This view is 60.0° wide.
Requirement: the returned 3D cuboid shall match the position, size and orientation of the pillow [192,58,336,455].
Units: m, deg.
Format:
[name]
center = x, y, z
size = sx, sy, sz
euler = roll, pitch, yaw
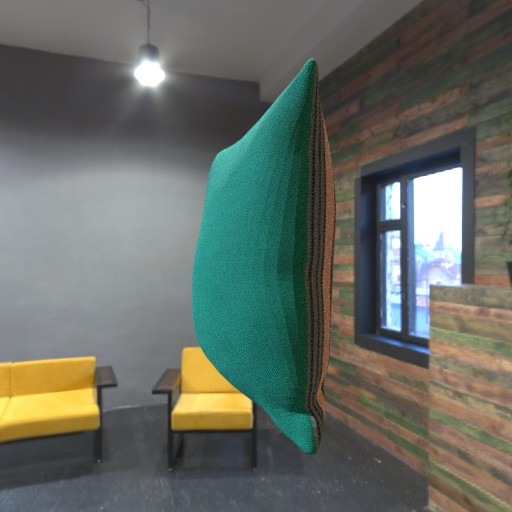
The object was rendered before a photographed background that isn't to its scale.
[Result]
[pillow]
center = 0.000, 0.000, 0.690
size = 0.182, 0.441, 0.440
euler = 0, -1, -19
